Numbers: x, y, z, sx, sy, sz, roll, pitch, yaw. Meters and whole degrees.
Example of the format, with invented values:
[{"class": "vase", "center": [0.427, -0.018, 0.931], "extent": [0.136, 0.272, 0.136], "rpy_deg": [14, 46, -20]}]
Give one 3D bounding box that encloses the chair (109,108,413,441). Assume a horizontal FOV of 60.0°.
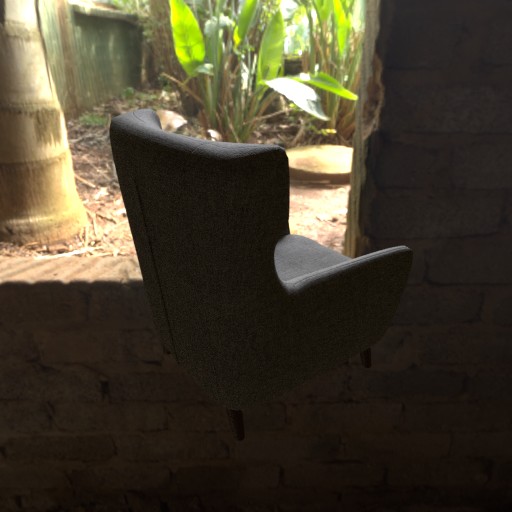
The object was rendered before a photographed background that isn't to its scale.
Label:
[{"class": "chair", "center": [0.000, 0.000, 1.748], "extent": [0.904, 1.063, 0.878], "rpy_deg": [-17, 31, -31]}]
